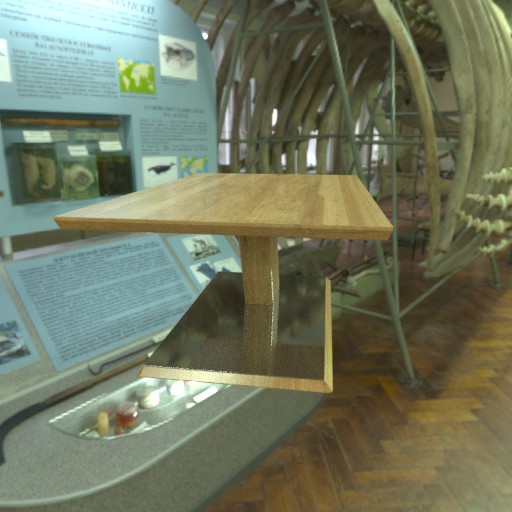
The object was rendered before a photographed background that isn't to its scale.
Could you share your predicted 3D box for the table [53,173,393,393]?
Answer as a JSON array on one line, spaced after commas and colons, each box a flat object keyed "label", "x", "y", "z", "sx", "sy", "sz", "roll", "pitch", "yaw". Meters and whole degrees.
[{"label": "table", "x": 0.000, "y": 0.000, "z": 1.462, "sx": 0.692, "sy": 0.441, "sz": 1.100, "roll": 2, "pitch": 16, "yaw": 9}]
